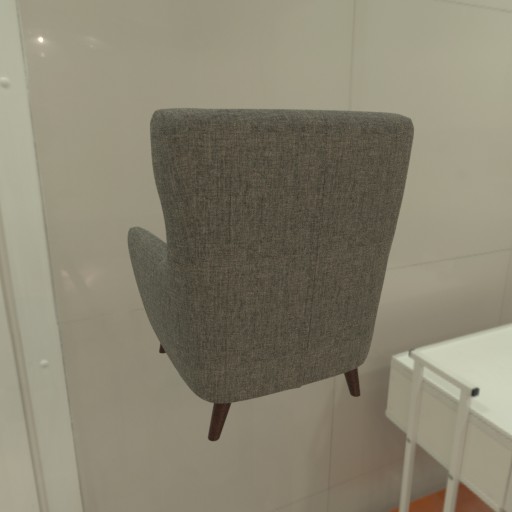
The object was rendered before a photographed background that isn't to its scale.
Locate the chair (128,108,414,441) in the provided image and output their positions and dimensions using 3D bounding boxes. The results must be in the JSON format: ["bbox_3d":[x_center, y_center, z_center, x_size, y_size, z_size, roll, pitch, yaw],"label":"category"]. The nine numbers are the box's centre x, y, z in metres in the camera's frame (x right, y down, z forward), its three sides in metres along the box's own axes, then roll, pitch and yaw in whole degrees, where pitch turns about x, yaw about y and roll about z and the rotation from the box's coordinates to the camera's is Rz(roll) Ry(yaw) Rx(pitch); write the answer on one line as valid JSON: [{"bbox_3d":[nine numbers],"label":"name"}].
[{"bbox_3d":[0.000,0.000,1.737,0.878,1.063,0.904,-7,17,-25],"label":"chair"}]
